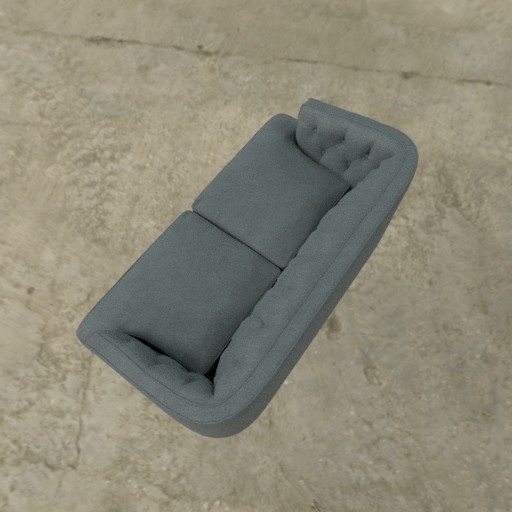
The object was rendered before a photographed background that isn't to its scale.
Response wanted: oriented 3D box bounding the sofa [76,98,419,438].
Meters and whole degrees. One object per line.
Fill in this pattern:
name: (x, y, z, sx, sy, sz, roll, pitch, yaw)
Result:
sofa: (0.000, 0.000, 2.312, 0.941, 0.855, 1.733, 33, 69, 15)
